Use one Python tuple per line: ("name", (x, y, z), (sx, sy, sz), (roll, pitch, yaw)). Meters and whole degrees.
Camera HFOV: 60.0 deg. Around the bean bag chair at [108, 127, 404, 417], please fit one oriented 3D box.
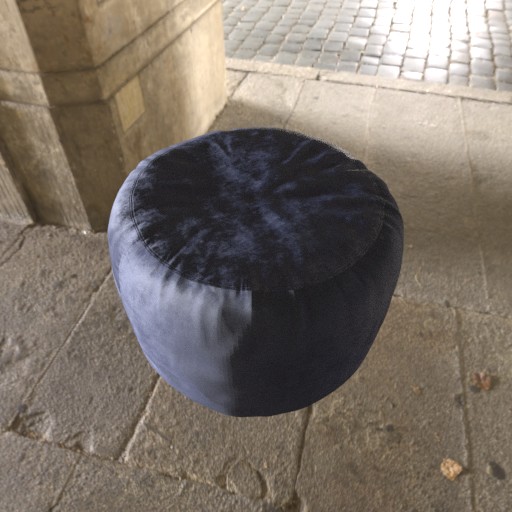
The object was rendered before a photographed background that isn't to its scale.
("bean bag chair", (0.000, 0.000, 1.986), (1.219, 0.762, 1.219), (0, 46, 0))
